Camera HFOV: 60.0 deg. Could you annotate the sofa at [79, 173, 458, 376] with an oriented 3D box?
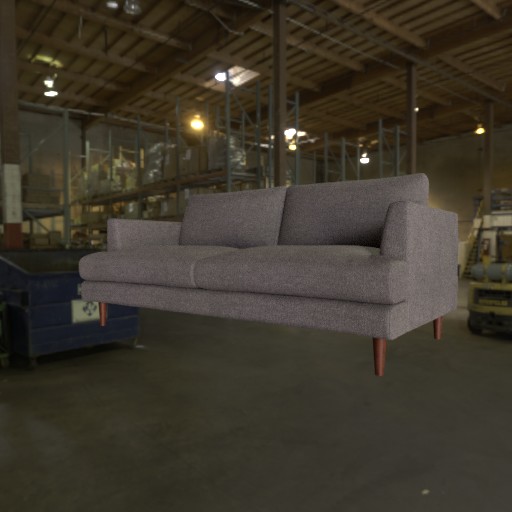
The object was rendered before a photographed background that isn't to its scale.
[{"bbox_3d":[0.000,0.000,2.521,1.948,0.868,1.020,1,2,37],"label":"sofa"}]
